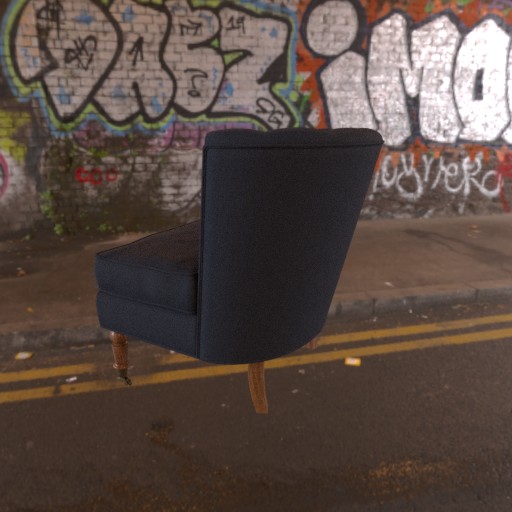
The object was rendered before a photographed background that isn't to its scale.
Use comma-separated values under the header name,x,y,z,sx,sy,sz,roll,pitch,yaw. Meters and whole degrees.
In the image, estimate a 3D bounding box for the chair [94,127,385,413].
name,x,y,z,sx,sy,sz,roll,pitch,yaw
chair,0.000,0.000,1.384,0.718,0.771,0.740,8,18,25
